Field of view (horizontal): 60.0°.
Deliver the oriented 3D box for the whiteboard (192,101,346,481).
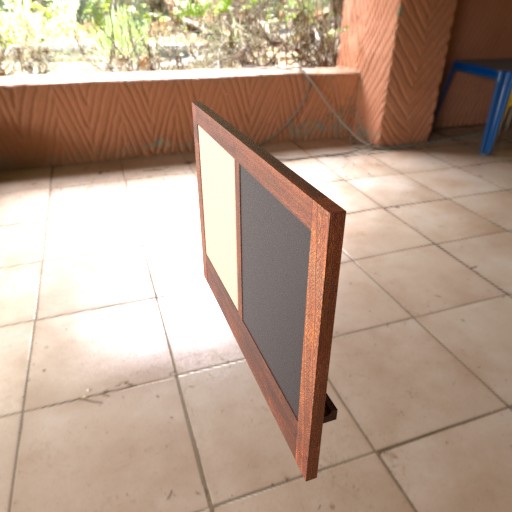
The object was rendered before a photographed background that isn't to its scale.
[{"bbox_3d":[0.000,0.000,1.022,0.083,0.553,0.768,-10,31,-17],"label":"whiteboard"}]
